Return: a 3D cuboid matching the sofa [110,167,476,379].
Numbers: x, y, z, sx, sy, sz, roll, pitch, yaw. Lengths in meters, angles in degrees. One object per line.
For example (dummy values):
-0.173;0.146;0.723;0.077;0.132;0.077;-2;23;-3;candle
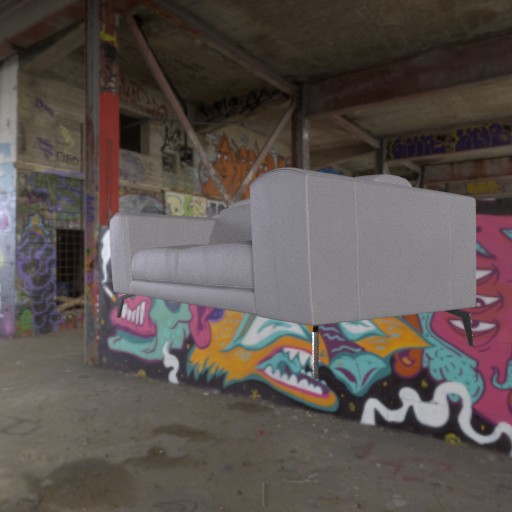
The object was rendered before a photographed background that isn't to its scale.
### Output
0.000;0.000;2.358;1.003;0.779;1.895;1;-1;-36;sofa
